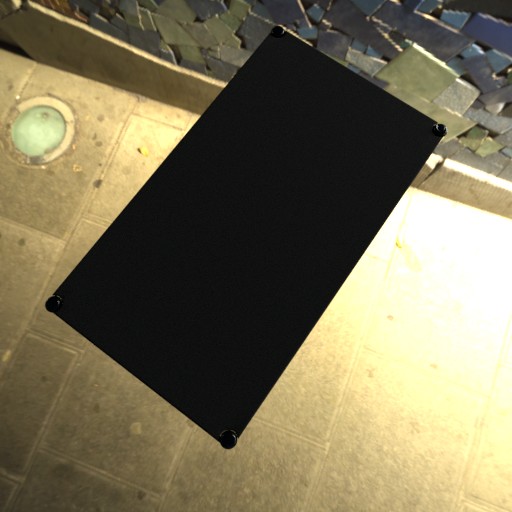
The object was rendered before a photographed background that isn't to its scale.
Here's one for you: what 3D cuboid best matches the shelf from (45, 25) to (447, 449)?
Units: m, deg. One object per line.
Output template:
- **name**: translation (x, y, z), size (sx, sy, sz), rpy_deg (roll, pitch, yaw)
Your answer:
- **shelf**: translation (0.000, 0.000, 0.940), size (0.338, 0.564, 0.589), rpy_deg (35, 79, 8)
